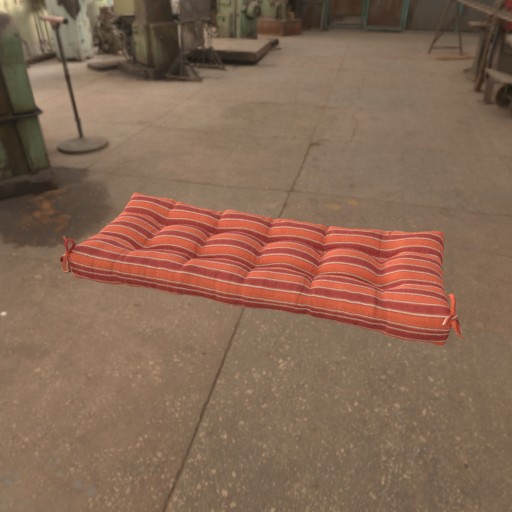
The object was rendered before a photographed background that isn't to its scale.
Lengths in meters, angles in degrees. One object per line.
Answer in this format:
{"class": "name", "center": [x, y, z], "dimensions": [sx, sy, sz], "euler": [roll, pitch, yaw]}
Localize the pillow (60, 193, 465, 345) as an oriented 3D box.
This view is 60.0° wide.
{"class": "pillow", "center": [0.000, 0.000, 1.386], "dimensions": [1.194, 0.174, 0.511], "euler": [9, 34, 13]}
